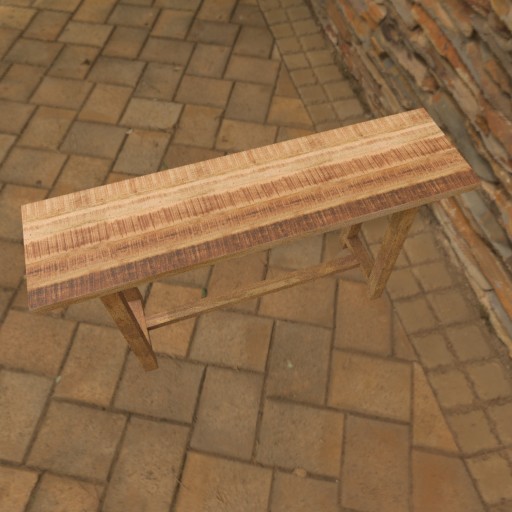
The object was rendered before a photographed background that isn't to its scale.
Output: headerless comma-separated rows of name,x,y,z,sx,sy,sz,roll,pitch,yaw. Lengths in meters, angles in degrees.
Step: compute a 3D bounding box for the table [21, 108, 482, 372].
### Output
table,0.000,0.000,1.857,1.524,0.810,0.405,-16,60,-10
